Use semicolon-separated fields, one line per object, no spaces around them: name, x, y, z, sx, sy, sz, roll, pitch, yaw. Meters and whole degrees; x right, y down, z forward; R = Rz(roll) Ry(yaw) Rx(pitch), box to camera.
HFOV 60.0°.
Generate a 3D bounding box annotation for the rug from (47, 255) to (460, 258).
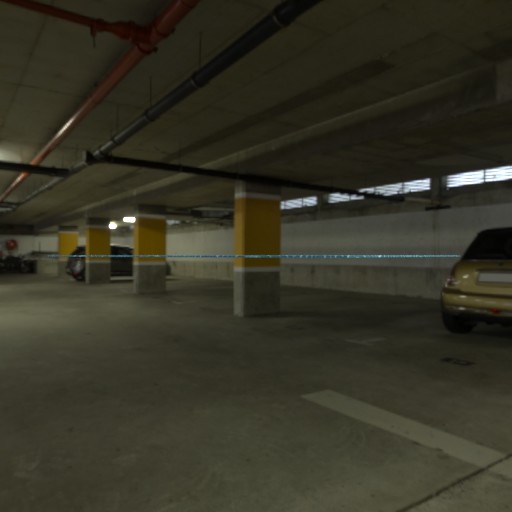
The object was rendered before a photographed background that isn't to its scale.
rug;0.000;0.000;4.163;3.033;0.012;2.432;0;0;37
